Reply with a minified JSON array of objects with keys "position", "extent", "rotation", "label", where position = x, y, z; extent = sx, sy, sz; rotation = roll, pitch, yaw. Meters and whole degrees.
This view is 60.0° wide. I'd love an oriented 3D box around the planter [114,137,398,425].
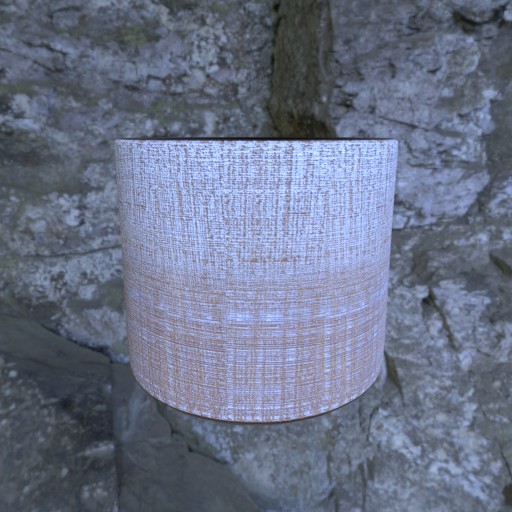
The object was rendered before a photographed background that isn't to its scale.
[{"position":[0.000,0.000,0.186],"extent":[0.109,0.096,0.109],"rotation":[0,15,0],"label":"planter"}]
